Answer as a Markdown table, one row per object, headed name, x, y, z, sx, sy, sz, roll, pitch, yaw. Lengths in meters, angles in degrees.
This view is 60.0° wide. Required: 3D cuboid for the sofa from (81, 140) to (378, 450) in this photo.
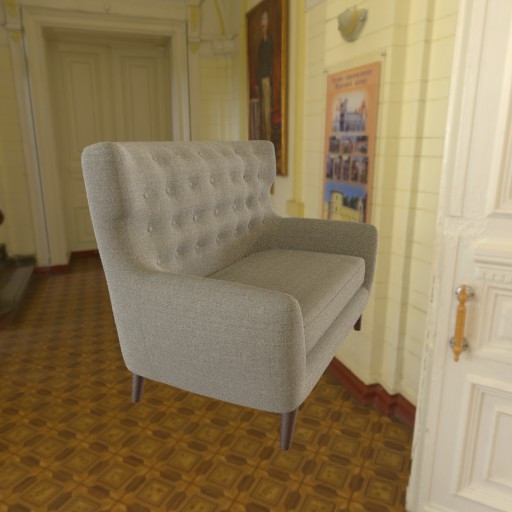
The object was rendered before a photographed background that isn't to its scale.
| name | x | y | z | sx | sy | sz | roll | pitch | yaw |
| --- | --- | --- | --- | --- | --- | --- | --- | --- | --- |
| sofa | 0.000 | 0.000 | 2.045 | 0.884 | 1.028 | 1.386 | 7 | 16 | 25 |
